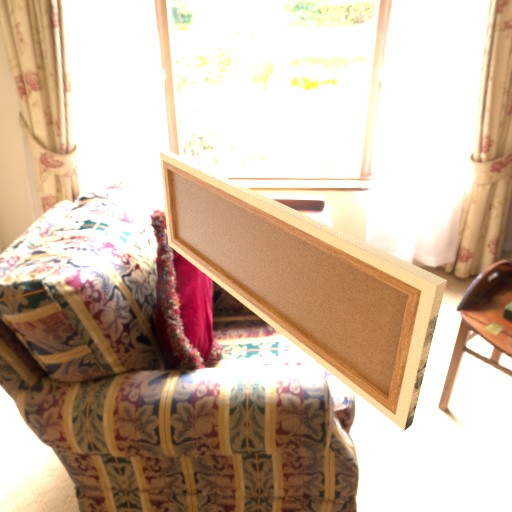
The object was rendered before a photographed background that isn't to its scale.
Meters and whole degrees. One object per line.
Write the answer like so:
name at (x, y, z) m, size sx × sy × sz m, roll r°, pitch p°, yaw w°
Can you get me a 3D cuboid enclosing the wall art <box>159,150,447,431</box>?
wall art at (0.000, 0.000, 1.736) m, size 0.044 × 0.507 × 1.520 m, roll -19°, pitch 34°, yaw -32°
